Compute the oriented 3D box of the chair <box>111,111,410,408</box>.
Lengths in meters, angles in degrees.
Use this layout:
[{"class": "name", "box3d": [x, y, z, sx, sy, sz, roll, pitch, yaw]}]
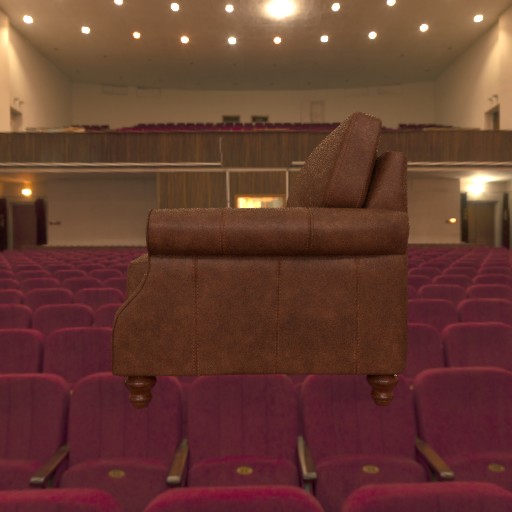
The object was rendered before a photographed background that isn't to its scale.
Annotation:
[{"class": "chair", "box3d": [0.000, 0.000, 1.812, 1.002, 0.976, 0.996, 0, 1, -1]}]
